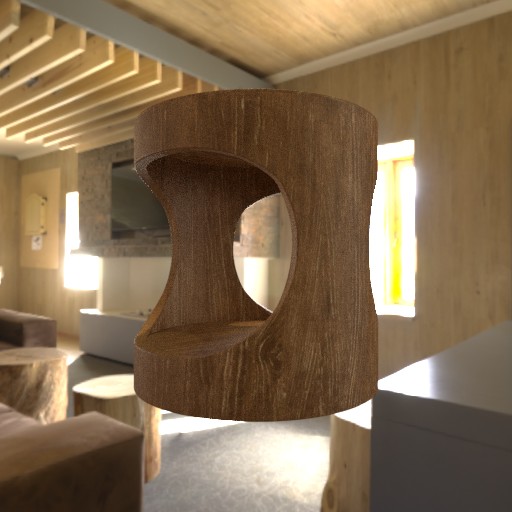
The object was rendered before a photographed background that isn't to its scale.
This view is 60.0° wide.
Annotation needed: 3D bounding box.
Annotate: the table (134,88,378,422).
[{"bbox_3d":[0.000,0.000,0.993,0.527,0.551,0.527,0,0,0],"label":"table"}]
